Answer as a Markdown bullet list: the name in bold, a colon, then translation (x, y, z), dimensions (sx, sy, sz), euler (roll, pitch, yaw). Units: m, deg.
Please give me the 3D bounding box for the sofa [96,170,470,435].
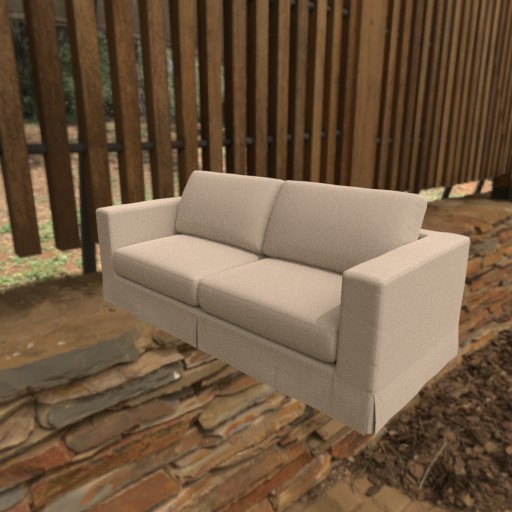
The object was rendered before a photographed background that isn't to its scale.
- **sofa**: translation (0.000, 0.000, 2.687), dimensions (2.163, 0.881, 0.954), euler (15, 22, 41)
